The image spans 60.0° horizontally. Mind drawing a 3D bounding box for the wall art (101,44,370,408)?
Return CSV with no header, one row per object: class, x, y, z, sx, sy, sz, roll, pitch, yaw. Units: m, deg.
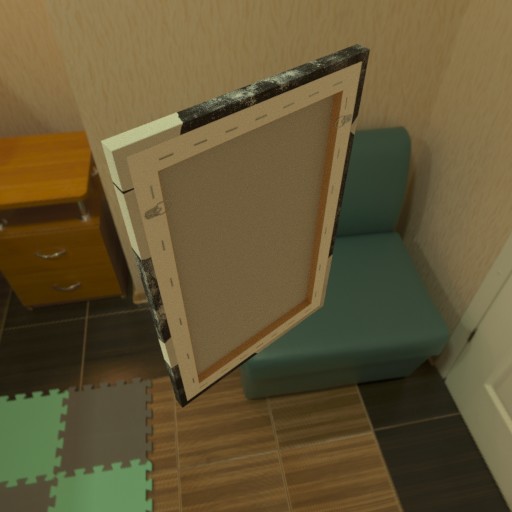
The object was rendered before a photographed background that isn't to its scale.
wall art,0.000,0.000,1.163,0.610,0.915,0.041,-31,54,-26
